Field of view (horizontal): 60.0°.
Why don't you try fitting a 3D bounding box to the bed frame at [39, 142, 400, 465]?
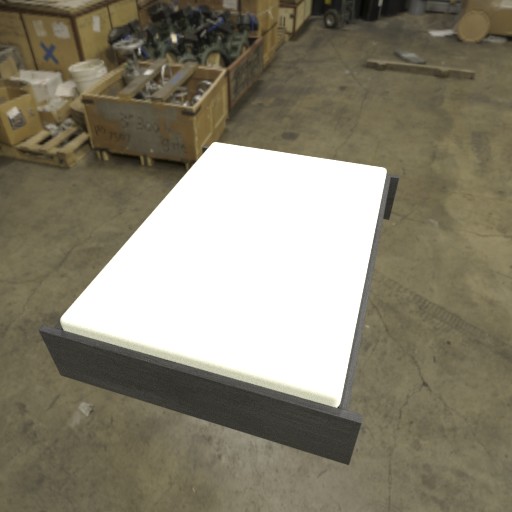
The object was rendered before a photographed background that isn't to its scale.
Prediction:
[{"bbox_3d":[0.000,0.000,2.679,1.490,0.432,1.950,12,42,14],"label":"bed frame"}]
